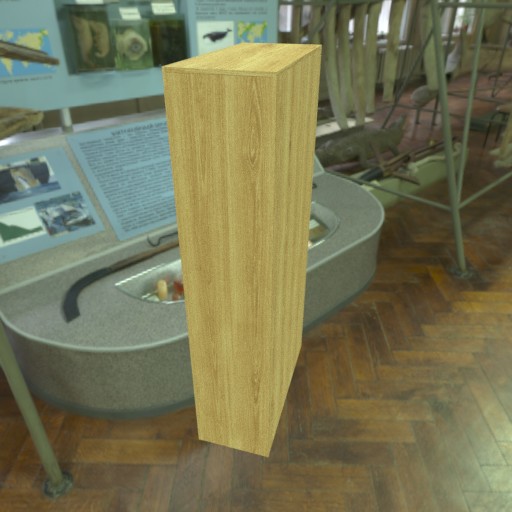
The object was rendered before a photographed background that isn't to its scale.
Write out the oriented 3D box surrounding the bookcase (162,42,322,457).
[{"bbox_3d":[0.000,0.000,2.420,0.420,2.020,0.950,8,32,14],"label":"bookcase"}]
